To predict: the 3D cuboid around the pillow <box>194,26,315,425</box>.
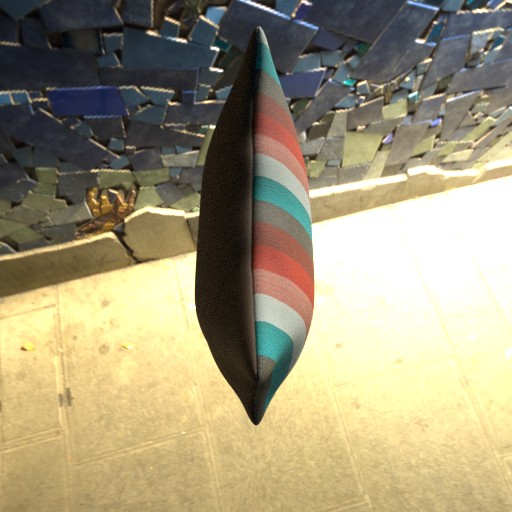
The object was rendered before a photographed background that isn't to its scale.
[{"bbox_3d":[0.000,0.000,0.678,0.168,0.443,0.453,0,64,0],"label":"pillow"}]
